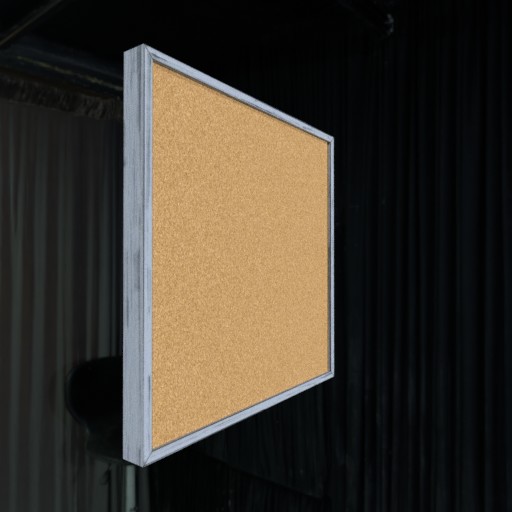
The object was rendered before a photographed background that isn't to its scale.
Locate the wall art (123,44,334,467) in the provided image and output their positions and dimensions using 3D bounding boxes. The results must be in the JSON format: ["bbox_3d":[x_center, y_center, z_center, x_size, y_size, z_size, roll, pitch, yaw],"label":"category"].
[{"bbox_3d":[0.000,0.000,0.743,0.038,0.506,0.506,0,0,36],"label":"wall art"}]
